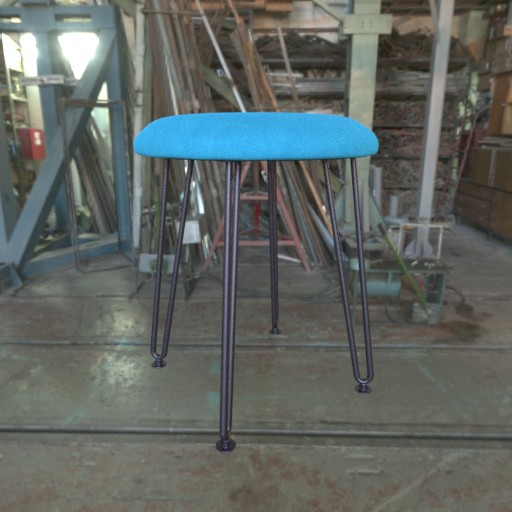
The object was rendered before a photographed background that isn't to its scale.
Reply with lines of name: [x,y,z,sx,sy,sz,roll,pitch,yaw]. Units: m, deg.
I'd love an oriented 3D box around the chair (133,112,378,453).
chair: [0.000,0.000,0.702,0.350,0.430,0.350,-15,21,-42]
